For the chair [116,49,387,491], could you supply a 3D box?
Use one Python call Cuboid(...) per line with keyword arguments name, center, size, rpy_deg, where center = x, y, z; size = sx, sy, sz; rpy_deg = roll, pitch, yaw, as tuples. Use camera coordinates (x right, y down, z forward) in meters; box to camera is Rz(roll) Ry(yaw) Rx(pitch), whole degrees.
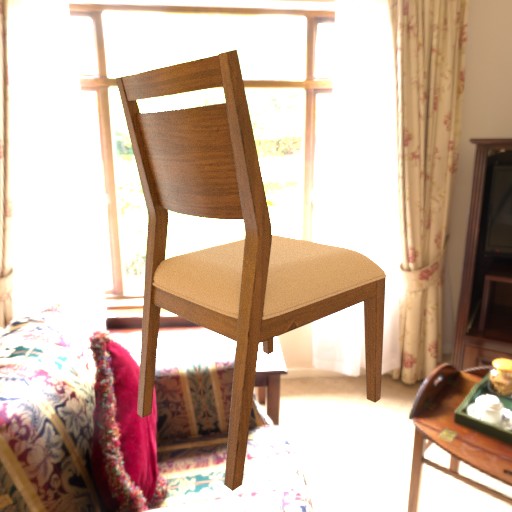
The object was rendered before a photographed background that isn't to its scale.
Cuboid(name="chair", center=(0.000, 0.000, 1.245), size=(0.610, 0.939, 0.497), rpy_deg=(-13, 18, -43))
